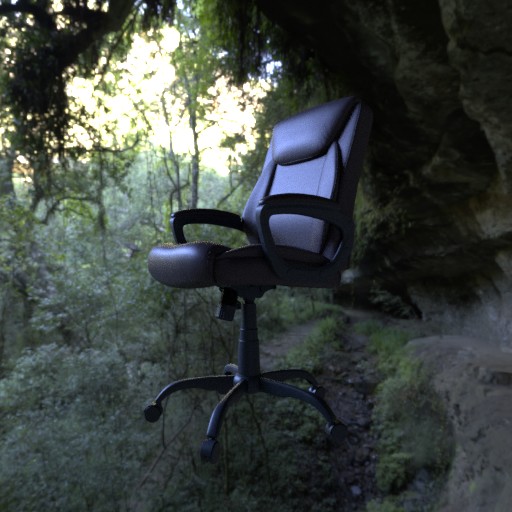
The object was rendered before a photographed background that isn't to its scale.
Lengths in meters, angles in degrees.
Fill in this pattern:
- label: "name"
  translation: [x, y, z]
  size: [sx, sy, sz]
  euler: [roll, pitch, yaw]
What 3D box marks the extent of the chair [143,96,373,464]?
- label: "chair"
  translation: [0.000, 0.000, 1.464]
  size: [0.655, 1.072, 0.615]
  euler: [0, 0, -37]
